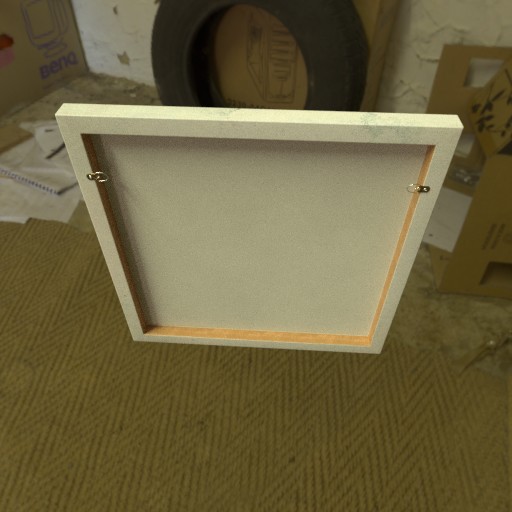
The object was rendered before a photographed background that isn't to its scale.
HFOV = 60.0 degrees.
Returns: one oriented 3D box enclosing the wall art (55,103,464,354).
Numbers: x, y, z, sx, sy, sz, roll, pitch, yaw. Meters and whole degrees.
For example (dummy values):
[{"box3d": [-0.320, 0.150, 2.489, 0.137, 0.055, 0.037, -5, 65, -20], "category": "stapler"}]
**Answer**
[{"box3d": [0.000, 0.000, 0.891, 0.612, 0.612, 0.040, 3, 46, 2], "category": "wall art"}]
